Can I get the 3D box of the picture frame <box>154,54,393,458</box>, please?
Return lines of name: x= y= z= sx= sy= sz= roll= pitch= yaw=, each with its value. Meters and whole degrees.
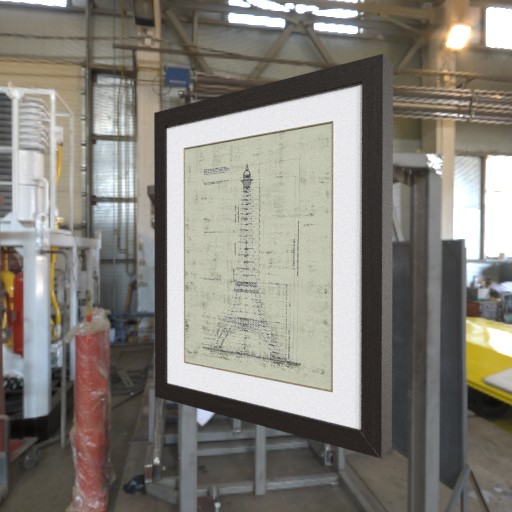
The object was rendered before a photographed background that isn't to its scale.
picture frame: x=0.000 y=0.000 z=0.755 sx=0.452 sy=0.555 sz=0.044 roll=0 pitch=1 yaw=35
